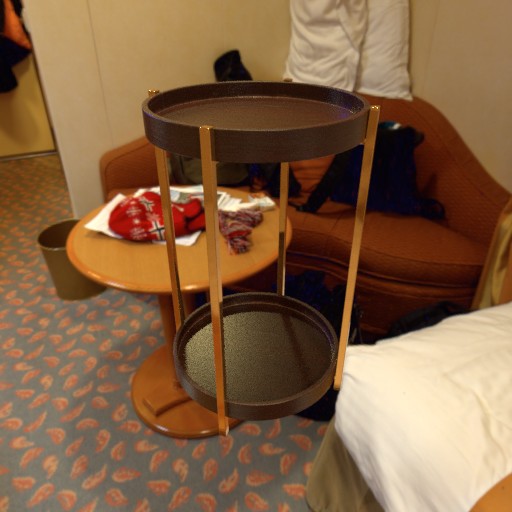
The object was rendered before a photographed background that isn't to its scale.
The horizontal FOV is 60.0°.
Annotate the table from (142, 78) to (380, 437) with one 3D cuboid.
[{"bbox_3d":[0.000,0.000,0.888,0.400,0.610,0.400,10,32,17],"label":"table"}]
